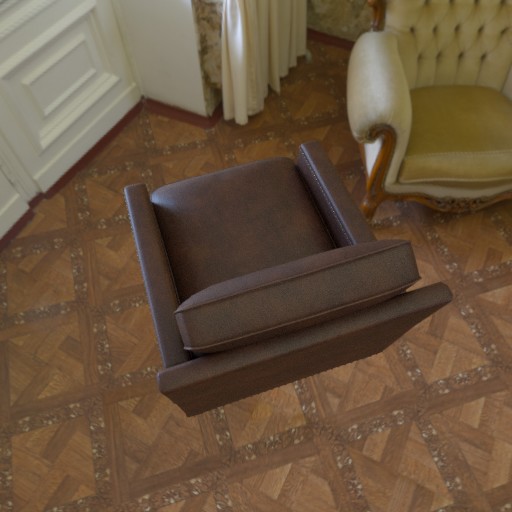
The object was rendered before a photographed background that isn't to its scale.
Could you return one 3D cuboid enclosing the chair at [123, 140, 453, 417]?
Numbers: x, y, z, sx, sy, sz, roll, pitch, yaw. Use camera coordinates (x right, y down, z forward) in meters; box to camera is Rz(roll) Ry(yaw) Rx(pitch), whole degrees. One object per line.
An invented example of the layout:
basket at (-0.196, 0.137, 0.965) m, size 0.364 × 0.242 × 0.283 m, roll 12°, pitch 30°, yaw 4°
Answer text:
chair at (0.000, 0.000, 1.711) m, size 0.853 × 0.929 × 1.014 m, roll -16°, pitch 60°, yaw -10°
